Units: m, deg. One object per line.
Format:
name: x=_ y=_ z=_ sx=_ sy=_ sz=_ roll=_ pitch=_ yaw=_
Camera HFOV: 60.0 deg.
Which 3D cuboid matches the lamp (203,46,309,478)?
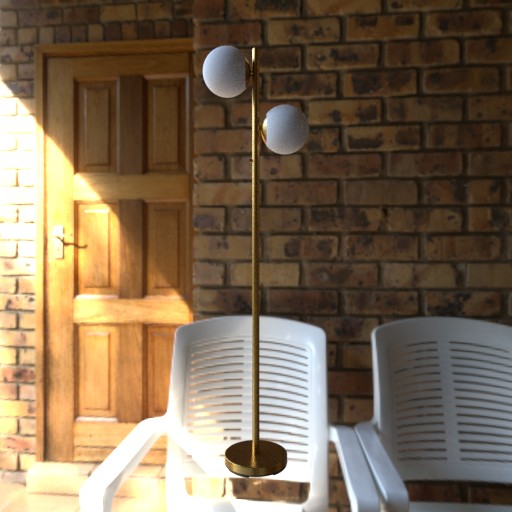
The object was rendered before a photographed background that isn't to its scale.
lamp: x=0.000 y=0.000 z=1.754 sx=0.419 sy=1.641 sz=0.249 roll=0 pitch=0 yaw=0
